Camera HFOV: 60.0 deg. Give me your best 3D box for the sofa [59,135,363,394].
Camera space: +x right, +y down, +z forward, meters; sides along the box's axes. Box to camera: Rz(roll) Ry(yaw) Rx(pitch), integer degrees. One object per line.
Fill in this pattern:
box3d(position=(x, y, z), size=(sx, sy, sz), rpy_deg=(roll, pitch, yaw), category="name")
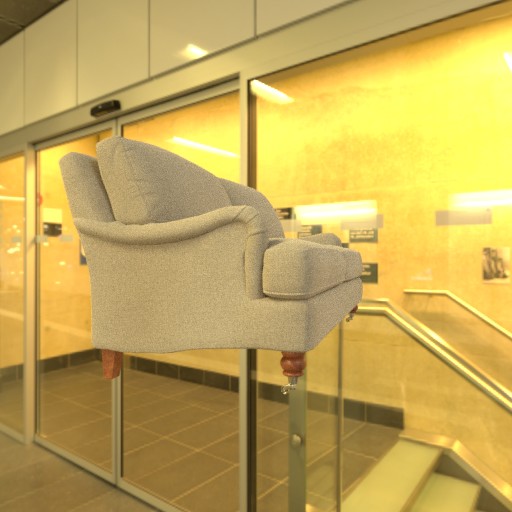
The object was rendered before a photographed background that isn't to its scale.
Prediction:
box3d(position=(0.000, 0.000, 2.603), size=(1.091, 0.997, 2.070), rpy_deg=(0, 0, 19), category="sofa")
